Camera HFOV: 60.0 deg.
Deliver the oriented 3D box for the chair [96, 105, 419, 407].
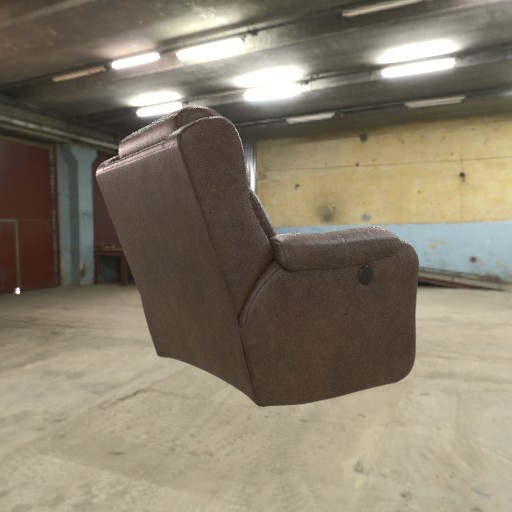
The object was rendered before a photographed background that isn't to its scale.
[{"bbox_3d":[0.000,0.000,1.828,1.067,0.990,0.940,-2,3,-37],"label":"chair"}]
